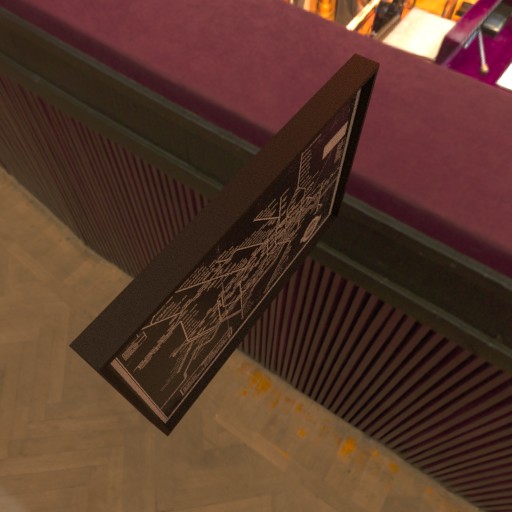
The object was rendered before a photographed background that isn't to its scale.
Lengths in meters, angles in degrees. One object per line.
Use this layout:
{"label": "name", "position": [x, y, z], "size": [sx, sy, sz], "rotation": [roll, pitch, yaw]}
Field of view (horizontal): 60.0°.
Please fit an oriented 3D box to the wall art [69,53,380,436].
{"label": "wall art", "position": [0.000, 0.000, 0.840], "size": [0.051, 0.456, 0.671], "rotation": [32, 64, 18]}
